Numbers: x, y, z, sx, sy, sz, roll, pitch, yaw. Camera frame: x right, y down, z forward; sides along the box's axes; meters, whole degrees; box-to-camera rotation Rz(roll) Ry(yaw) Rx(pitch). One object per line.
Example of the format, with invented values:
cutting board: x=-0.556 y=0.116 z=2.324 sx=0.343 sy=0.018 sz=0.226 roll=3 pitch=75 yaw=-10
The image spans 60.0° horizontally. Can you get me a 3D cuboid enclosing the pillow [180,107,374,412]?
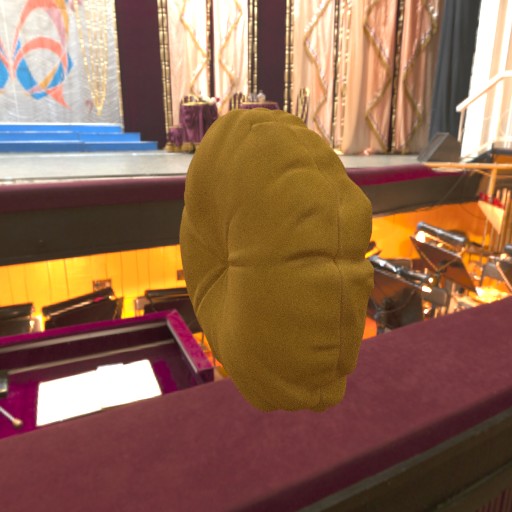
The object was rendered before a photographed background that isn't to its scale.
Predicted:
pillow: x=0.000 y=0.000 z=0.641 sx=0.148 sy=0.407 sz=0.428 roll=-8 pitch=18 yaw=-26
